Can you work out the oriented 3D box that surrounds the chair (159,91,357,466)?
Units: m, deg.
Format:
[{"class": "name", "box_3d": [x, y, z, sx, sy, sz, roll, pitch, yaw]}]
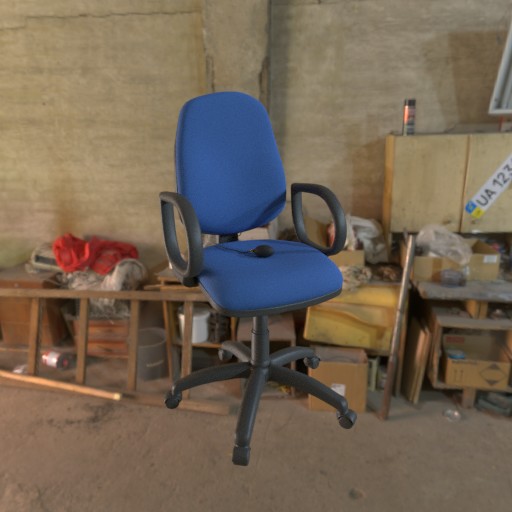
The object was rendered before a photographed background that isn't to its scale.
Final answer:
[{"class": "chair", "box_3d": [0.000, 0.000, 1.254, 0.552, 0.905, 0.549, -8, 18, -25]}]
